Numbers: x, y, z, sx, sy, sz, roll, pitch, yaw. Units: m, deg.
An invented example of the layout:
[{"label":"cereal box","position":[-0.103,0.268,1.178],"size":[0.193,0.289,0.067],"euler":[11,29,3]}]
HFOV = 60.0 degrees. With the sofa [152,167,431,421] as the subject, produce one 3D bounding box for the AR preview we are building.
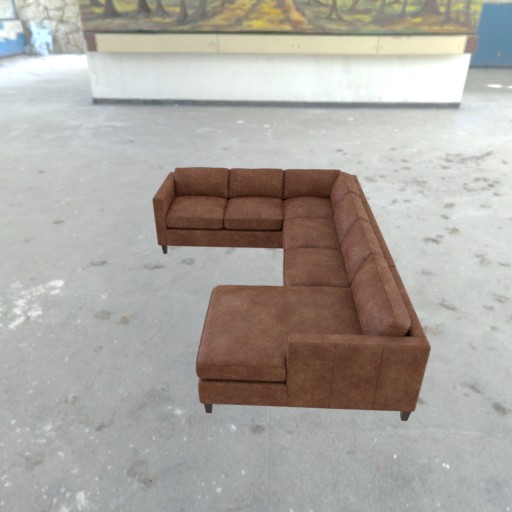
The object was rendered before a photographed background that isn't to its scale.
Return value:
[{"label":"sofa","position":[0.000,0.000,4.505],"size":[2.452,0.888,3.324],"euler":[1,30,2]}]
